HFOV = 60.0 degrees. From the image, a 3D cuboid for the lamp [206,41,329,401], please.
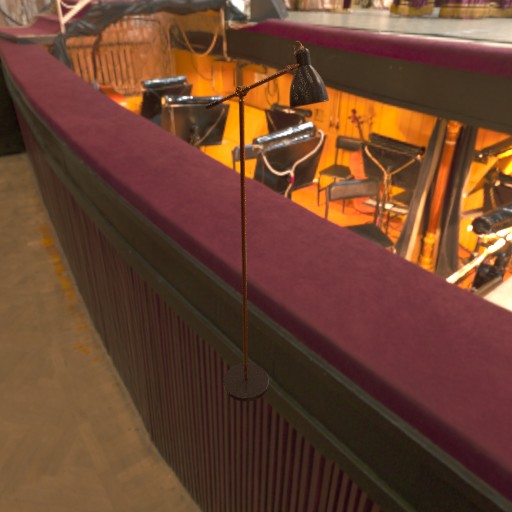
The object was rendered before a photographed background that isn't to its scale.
[{"bbox_3d":[0.000,0.000,1.826,0.235,1.628,0.618,-23,38,-32],"label":"lamp"}]
